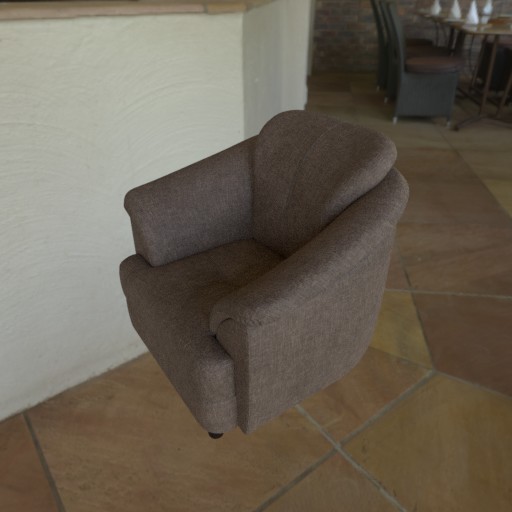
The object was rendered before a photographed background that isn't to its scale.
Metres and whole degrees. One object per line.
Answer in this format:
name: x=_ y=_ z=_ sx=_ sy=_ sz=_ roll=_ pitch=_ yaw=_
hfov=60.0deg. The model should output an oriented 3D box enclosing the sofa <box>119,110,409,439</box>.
sofa: x=0.000 y=0.000 z=1.515 sx=0.794 sy=0.811 sz=0.870 roll=-20 pitch=37 yaw=-29
